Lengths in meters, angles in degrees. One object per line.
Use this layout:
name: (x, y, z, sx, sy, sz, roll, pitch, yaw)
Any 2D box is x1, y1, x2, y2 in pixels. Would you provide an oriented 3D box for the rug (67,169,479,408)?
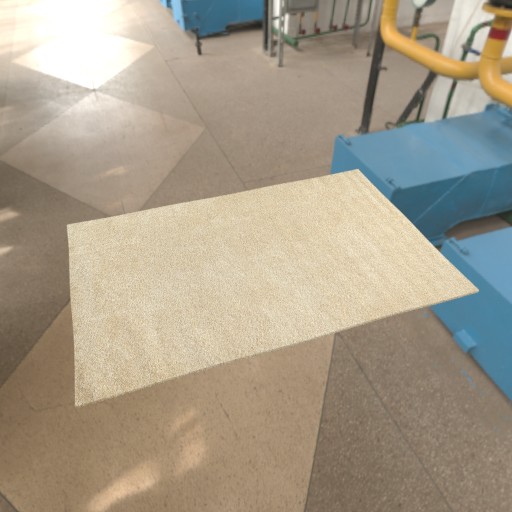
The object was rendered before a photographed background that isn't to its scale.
rug: (0.000, 0.000, 2.936, 2.346, 0.025, 1.500, -13, 43, -14)
